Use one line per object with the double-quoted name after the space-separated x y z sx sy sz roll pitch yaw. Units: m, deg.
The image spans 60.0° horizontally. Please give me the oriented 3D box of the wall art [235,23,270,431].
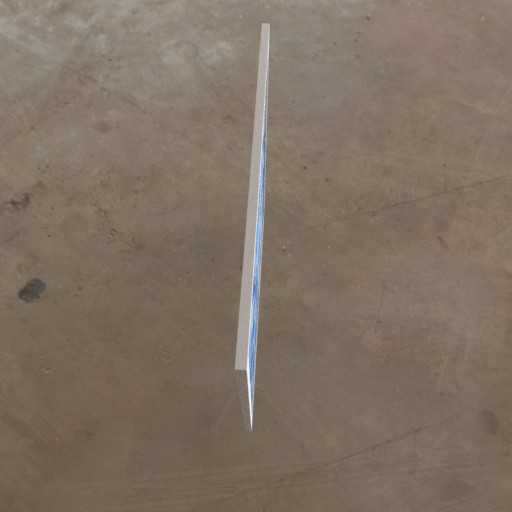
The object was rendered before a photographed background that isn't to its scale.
0.000 0.000 0.988 0.015 0.660 0.660 3 62 1 "wall art"
